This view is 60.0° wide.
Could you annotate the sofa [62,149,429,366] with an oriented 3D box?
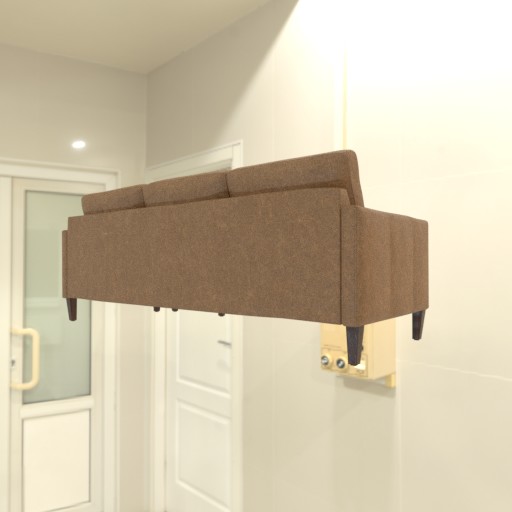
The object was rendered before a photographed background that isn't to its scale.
[{"bbox_3d":[0.000,0.000,2.897,2.178,0.876,1.506,-1,-1,39],"label":"sofa"}]
